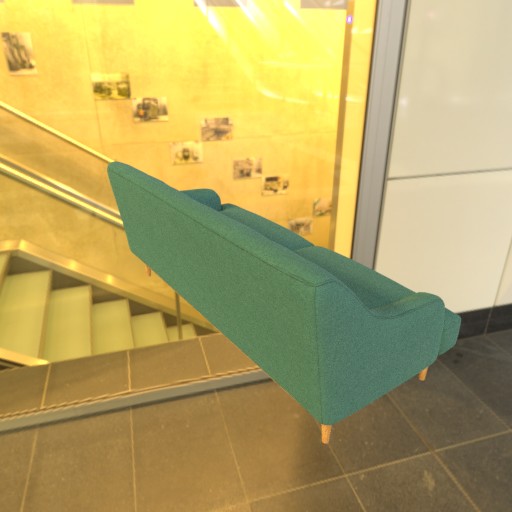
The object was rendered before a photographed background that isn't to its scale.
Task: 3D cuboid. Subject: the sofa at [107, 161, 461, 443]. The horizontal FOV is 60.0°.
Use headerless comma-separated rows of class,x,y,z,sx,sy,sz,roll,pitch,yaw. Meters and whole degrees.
sofa,0.000,0.000,2.560,0.978,0.871,2.057,-17,31,-32
